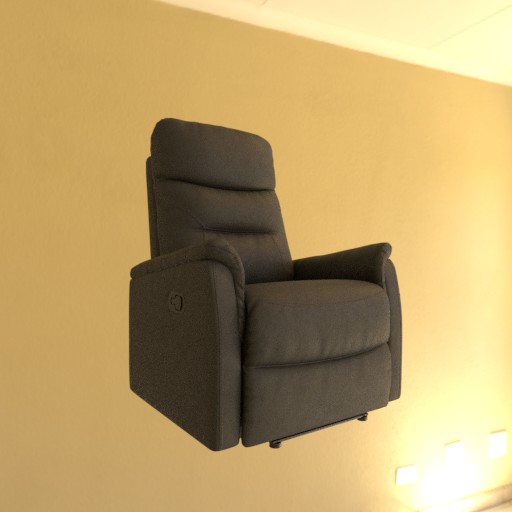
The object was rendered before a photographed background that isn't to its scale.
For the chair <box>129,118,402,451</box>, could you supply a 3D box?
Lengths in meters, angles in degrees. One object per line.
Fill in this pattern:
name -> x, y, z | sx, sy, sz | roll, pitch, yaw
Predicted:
chair -> 0.000, 0.000, 1.646 | 0.775, 1.082, 0.831 | 0, 0, -35
